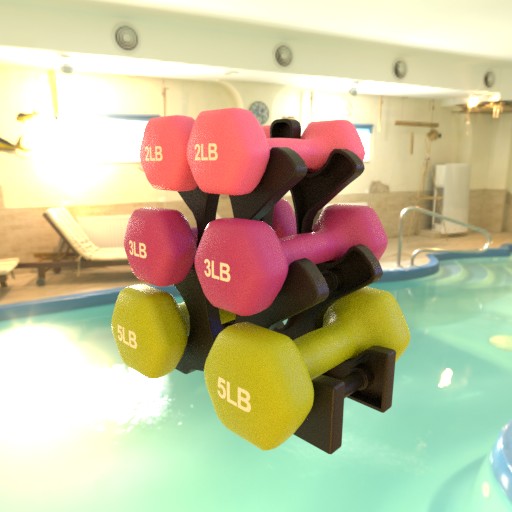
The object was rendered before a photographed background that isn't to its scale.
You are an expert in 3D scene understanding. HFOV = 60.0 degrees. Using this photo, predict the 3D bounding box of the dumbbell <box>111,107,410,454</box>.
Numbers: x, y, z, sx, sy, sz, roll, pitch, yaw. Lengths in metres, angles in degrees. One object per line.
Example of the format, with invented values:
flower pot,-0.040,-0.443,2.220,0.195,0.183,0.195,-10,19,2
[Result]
dumbbell,0.000,0.000,0.433,0.257,0.261,0.203,12,17,43
